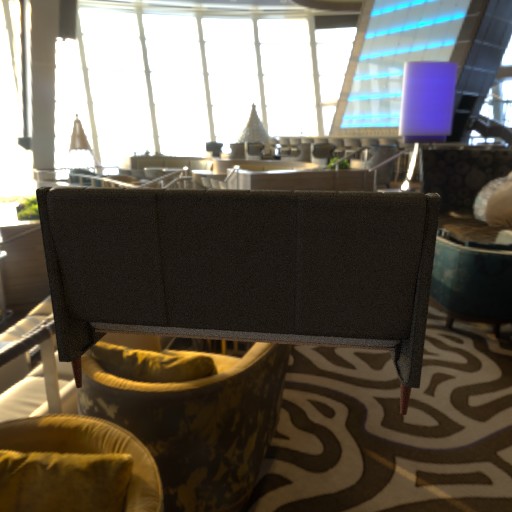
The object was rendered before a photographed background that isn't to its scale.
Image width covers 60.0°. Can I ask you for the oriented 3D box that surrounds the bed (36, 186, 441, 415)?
[{"bbox_3d":[0.000,0.000,2.535,1.531,0.933,1.638,2,15,8],"label":"bed"}]
